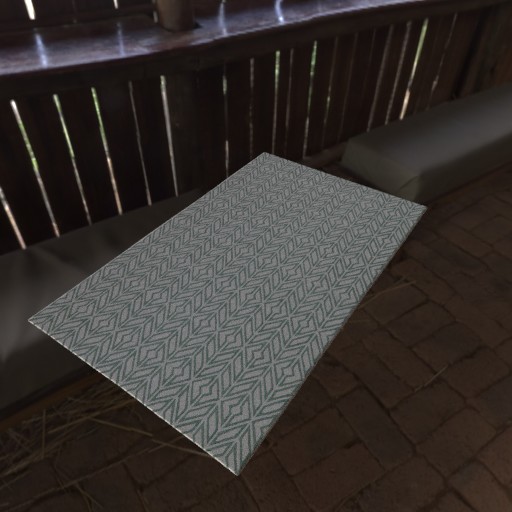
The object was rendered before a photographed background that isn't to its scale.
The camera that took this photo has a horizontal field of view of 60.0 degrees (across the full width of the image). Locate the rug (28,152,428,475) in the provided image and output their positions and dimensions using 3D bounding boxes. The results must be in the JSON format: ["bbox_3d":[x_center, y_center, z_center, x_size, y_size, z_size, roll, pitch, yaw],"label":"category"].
[{"bbox_3d":[0.000,0.000,2.984,1.517,0.011,2.435,25,47,25],"label":"rug"}]
